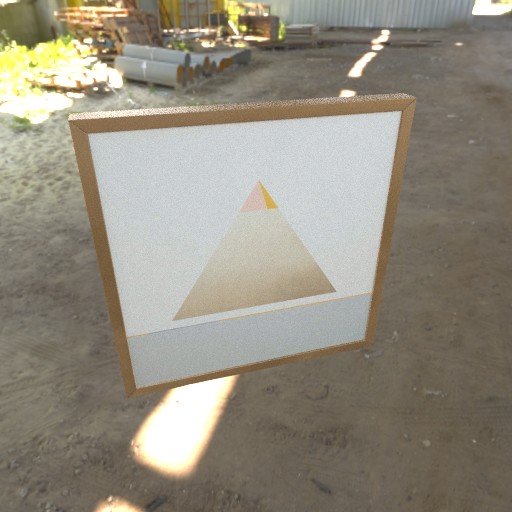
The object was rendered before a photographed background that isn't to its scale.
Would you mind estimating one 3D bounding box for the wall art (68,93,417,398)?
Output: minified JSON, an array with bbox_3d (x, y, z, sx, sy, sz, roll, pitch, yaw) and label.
[{"bbox_3d":[0.000,0.000,0.775,0.513,0.511,0.038,-9,32,-14],"label":"wall art"}]
